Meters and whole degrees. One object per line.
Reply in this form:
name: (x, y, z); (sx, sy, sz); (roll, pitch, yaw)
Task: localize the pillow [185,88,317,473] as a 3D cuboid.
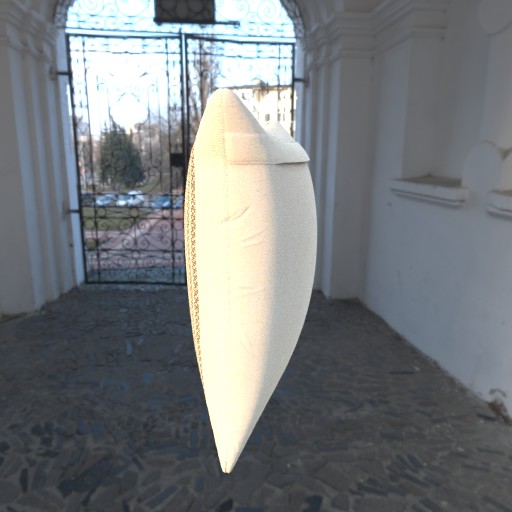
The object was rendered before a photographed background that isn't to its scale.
pillow: (0.000, 0.000, 0.640); (0.173, 0.406, 0.405); (2, 13, 9)
